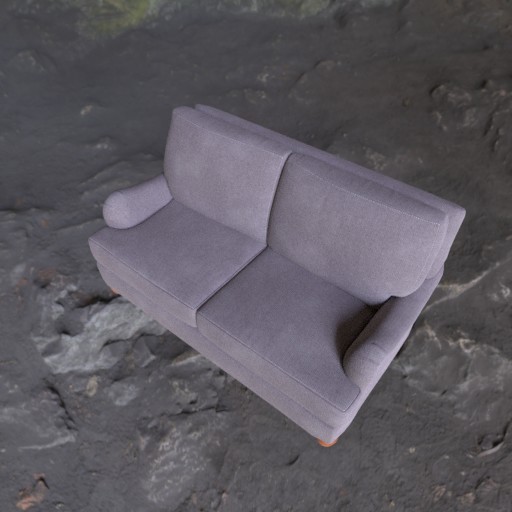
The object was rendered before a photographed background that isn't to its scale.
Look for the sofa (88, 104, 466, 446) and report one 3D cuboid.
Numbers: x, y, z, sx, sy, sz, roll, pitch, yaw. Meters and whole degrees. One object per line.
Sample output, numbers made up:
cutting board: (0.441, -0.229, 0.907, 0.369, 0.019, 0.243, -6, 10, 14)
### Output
sofa: (0.000, 0.000, 2.565, 1.853, 1.101, 1.084, 29, 52, 26)
